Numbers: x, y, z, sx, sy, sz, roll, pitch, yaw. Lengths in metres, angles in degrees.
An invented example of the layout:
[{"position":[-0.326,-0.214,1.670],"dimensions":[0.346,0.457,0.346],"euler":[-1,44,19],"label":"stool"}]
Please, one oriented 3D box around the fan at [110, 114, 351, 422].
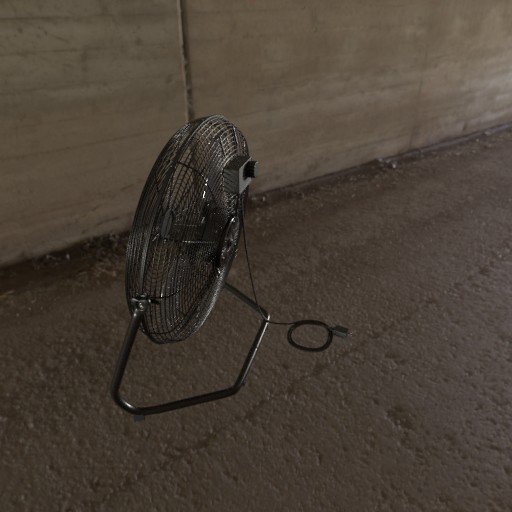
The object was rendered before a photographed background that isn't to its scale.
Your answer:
[{"position":[0.000,0.000,1.012],"dimensions":[0.470,0.605,0.595],"euler":[9,32,14],"label":"fan"}]
